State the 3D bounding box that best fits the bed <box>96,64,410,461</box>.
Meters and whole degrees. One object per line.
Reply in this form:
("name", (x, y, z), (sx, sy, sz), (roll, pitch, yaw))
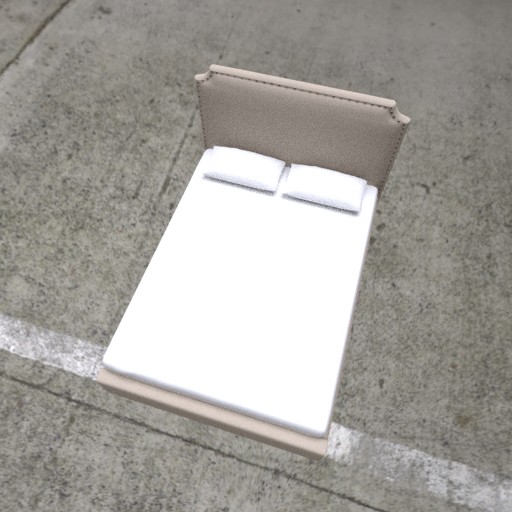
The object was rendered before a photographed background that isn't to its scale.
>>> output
("bed", (0.000, 0.000, 3.383), (1.713, 1.443, 2.372), (15, 61, 9))
